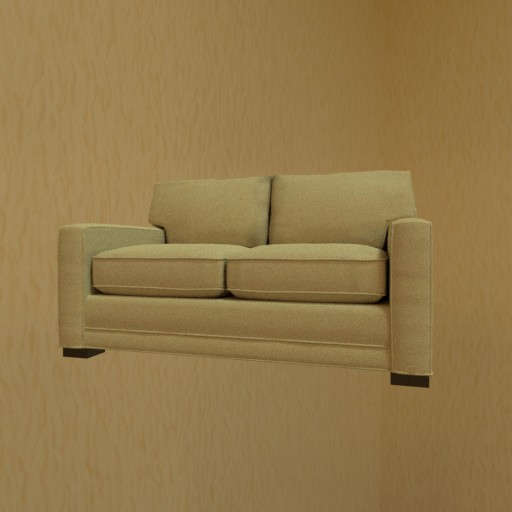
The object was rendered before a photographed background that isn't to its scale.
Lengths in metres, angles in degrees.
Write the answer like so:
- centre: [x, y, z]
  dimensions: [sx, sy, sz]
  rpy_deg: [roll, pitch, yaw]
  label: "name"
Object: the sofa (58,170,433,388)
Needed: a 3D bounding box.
- centre: [0.000, 0.000, 2.089]
  dimensions: [1.484, 0.853, 0.942]
  rpy_deg: [0, 1, 17]
  label: "sofa"
